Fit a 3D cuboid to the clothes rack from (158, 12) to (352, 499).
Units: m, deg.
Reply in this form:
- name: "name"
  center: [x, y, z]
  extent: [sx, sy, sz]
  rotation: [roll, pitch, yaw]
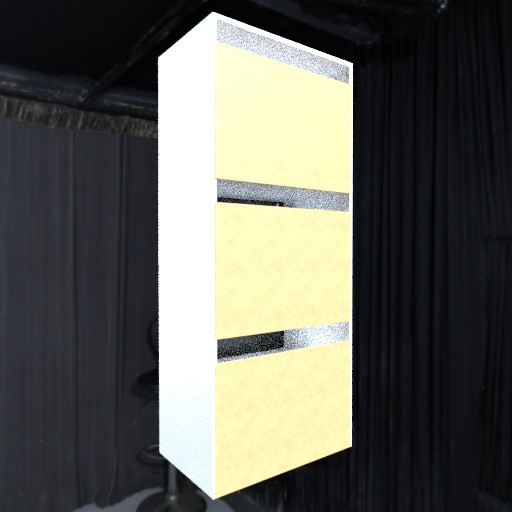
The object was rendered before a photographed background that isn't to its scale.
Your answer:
- name: "clothes rack"
  center: [0.000, 0.000, 1.359]
  extent: [0.500, 1.187, 0.330]
  rotation: [-1, 1, -36]
